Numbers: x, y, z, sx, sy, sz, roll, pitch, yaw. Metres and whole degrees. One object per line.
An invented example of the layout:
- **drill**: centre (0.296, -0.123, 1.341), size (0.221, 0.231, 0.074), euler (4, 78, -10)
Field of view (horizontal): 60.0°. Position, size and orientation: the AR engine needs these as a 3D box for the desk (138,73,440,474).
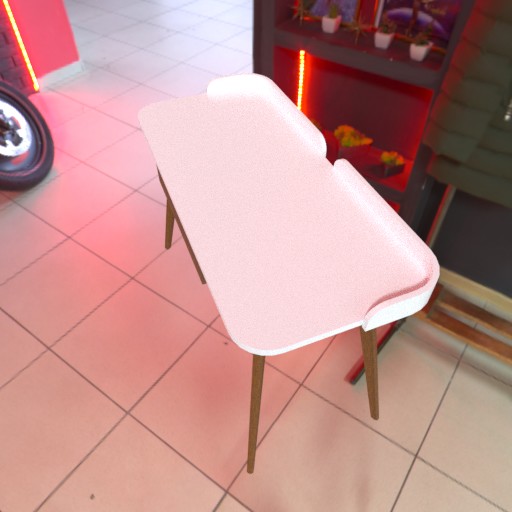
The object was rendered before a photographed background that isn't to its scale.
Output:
- **desk**: centre (0.000, 0.000, 1.634), size (0.534, 0.807, 1.206), euler (-16, 49, -15)
